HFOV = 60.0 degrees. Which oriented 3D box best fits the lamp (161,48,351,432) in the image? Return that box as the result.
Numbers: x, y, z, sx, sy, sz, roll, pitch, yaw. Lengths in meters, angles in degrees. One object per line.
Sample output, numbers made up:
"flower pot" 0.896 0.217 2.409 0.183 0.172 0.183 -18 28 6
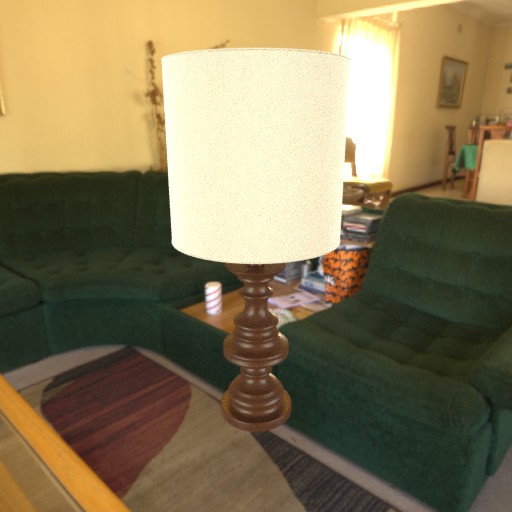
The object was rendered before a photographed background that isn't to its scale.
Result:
"lamp" 0.000 0.000 0.564 0.208 0.455 0.208 8 19 24
